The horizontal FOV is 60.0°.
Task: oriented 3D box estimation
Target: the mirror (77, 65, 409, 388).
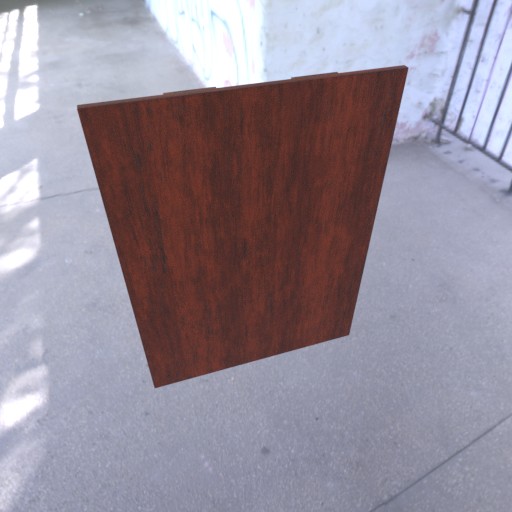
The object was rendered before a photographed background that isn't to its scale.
[{"bbox_3d":[0.000,0.000,1.042,0.600,0.805,0.021,-12,43,-13],"label":"mirror"}]
